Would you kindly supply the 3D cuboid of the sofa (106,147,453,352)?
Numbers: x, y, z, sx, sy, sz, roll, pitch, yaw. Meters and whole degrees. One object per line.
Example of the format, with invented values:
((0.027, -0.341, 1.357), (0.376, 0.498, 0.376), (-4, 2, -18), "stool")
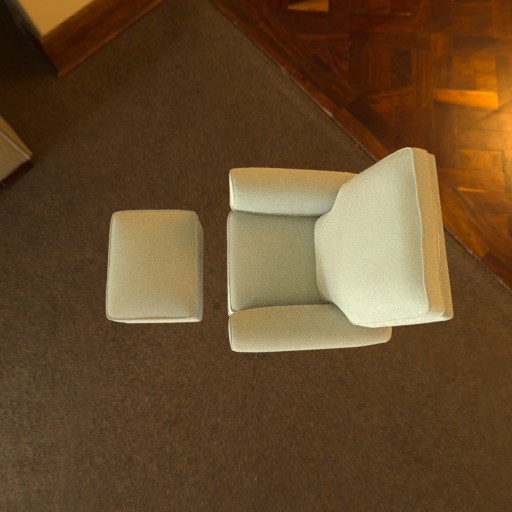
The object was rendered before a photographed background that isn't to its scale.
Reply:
((0.000, 0.000, 2.079), (1.478, 0.959, 0.880), (-1, 77, 0), "sofa")
